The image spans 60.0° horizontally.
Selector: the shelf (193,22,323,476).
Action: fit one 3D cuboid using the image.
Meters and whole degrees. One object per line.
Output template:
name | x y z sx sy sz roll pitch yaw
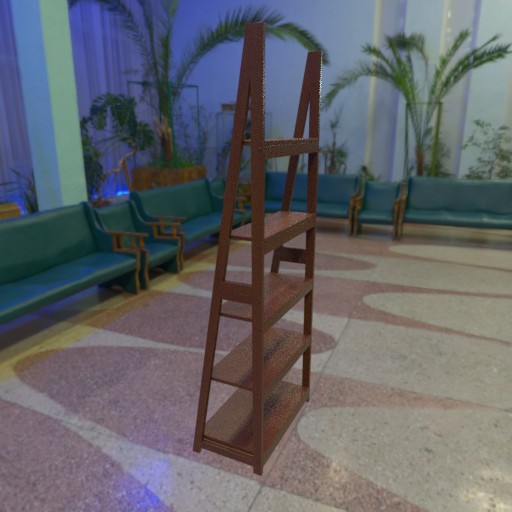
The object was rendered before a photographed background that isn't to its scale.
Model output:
shelf | 0.000 0.000 2.022 0.356 1.780 0.630 8 18 25
